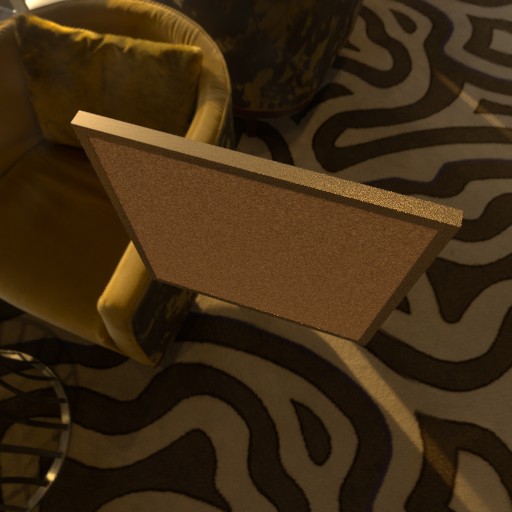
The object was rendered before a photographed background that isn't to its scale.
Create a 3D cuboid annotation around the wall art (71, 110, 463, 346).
[{"bbox_3d":[0.000,0.000,1.178,0.767,0.765,0.036,16,64,8],"label":"wall art"}]
